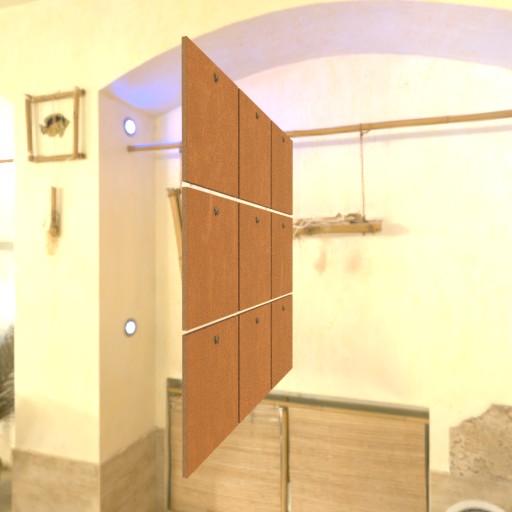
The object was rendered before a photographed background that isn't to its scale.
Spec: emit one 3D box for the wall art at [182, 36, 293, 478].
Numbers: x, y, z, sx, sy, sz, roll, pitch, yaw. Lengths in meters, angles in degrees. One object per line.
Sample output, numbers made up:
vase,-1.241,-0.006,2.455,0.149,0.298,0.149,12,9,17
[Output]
wall art,0.000,0.000,1.348,0.018,0.913,0.915,0,1,18
